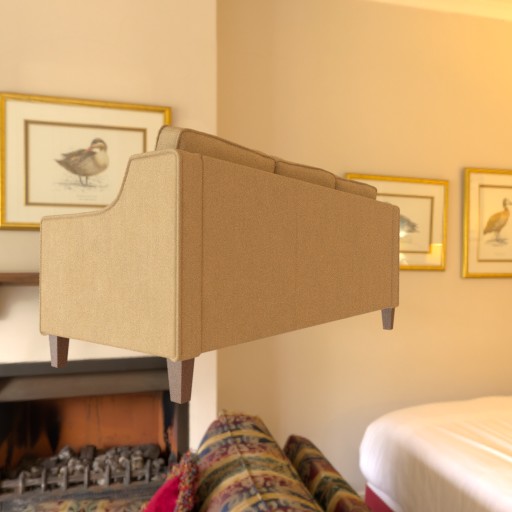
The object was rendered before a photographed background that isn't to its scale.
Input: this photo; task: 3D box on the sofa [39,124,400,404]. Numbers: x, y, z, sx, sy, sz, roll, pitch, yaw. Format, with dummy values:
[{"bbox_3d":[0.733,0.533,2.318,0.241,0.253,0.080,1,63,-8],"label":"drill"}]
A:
[{"bbox_3d":[0.000,0.000,2.461,0.911,0.974,1.986,0,0,38],"label":"sofa"}]
